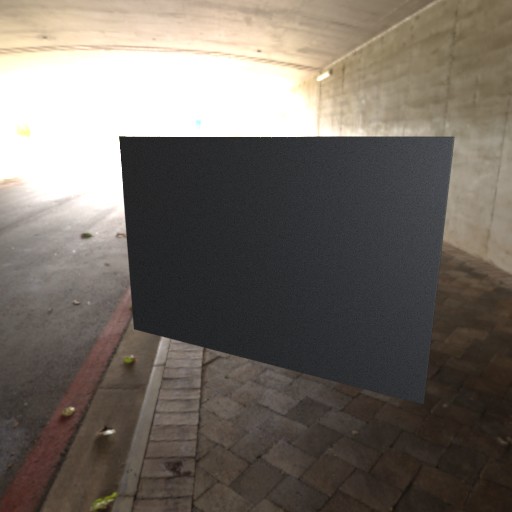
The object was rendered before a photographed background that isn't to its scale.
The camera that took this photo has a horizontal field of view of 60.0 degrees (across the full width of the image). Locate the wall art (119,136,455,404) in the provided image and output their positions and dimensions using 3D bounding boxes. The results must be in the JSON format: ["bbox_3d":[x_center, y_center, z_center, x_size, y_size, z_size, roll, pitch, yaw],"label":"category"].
[{"bbox_3d":[0.000,0.000,1.553,1.192,0.811,0.013,8,17,27],"label":"wall art"}]
